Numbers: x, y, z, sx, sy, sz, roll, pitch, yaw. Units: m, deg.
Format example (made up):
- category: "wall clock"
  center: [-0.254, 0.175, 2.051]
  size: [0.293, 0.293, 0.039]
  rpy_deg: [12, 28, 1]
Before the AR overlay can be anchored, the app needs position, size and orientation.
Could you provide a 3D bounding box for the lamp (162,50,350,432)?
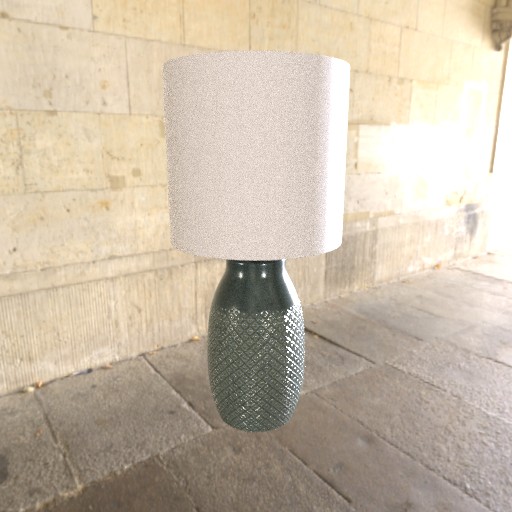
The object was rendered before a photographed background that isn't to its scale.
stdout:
- category: "lamp"
  center: [0.000, 0.000, 0.576]
  size: [0.217, 0.453, 0.217]
  rpy_deg: [2, 14, 9]
